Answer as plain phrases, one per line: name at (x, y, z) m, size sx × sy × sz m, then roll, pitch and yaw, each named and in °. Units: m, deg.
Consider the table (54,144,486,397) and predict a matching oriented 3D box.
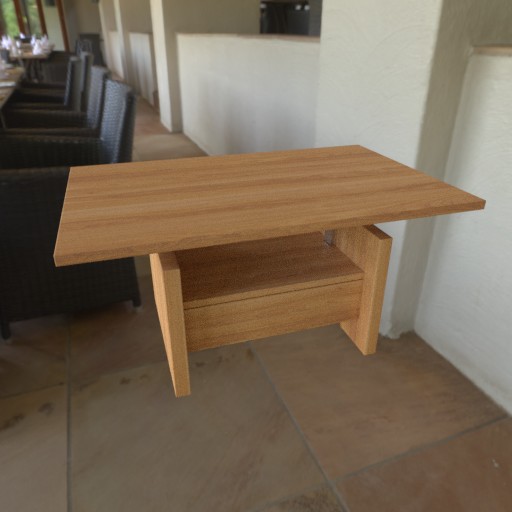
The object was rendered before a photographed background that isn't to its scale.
table at (0.000, 0.000, 1.476) m, size 1.100 × 0.510 × 0.700 m, roll -8°, pitch 28°, yaw -16°
